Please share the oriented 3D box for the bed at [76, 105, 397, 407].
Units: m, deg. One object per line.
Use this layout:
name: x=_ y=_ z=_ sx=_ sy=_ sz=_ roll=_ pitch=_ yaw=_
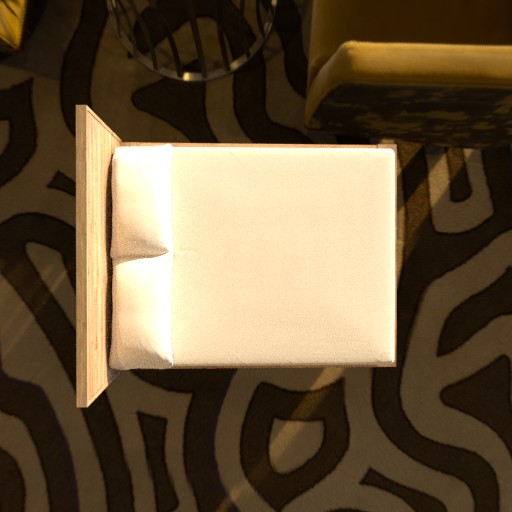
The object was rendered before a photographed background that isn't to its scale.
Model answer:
bed: x=0.000 y=0.000 z=3.148 sx=2.145 sy=1.071 sz=1.759 roll=0 pitch=90 yaw=-2
